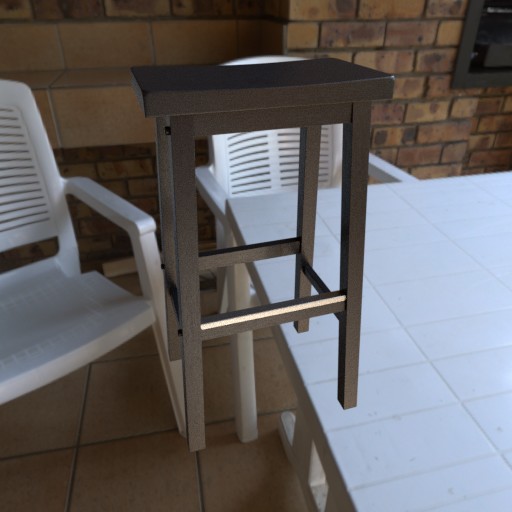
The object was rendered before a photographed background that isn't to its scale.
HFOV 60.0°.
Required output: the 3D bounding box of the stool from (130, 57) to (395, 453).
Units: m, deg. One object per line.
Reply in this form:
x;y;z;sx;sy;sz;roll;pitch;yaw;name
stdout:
0.000;0.000;0.952;0.406;0.742;0.322;-9;33;-15;stool
